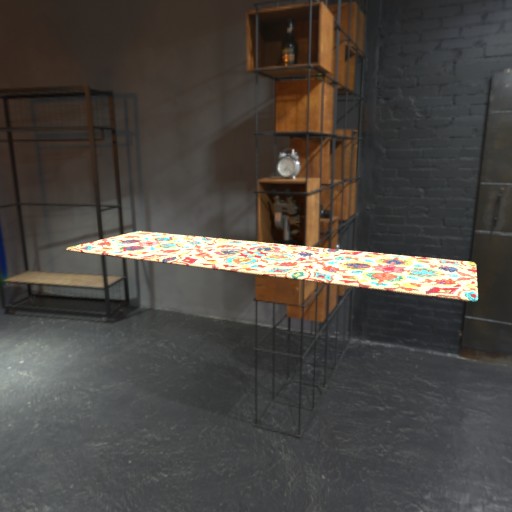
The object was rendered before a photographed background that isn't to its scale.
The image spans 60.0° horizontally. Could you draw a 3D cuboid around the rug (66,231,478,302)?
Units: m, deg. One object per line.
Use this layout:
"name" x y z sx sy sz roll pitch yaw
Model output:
"rug" 0.000 0.000 2.535 2.273 0.016 0.693 6 14 24
